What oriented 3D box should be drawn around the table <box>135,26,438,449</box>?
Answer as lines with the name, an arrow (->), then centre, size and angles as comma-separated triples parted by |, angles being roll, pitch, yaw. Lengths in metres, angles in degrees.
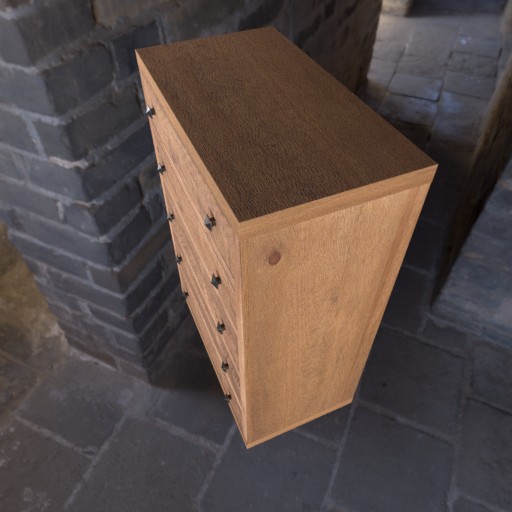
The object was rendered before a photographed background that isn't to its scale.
table -> 0.000, 0.000, 1.704 | 0.524, 1.294, 0.901 | -18, 50, -16
